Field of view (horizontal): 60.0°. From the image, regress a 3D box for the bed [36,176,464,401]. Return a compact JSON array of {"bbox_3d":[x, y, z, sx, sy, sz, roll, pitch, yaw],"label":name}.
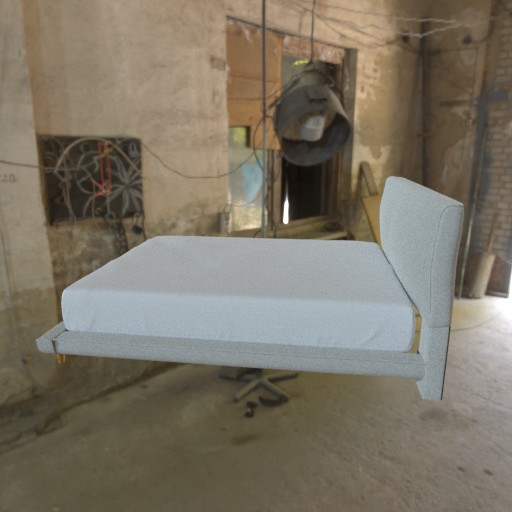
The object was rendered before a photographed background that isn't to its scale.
[{"bbox_3d":[0.000,0.000,3.449,2.498,1.126,1.980,2,15,8],"label":"bed"}]
